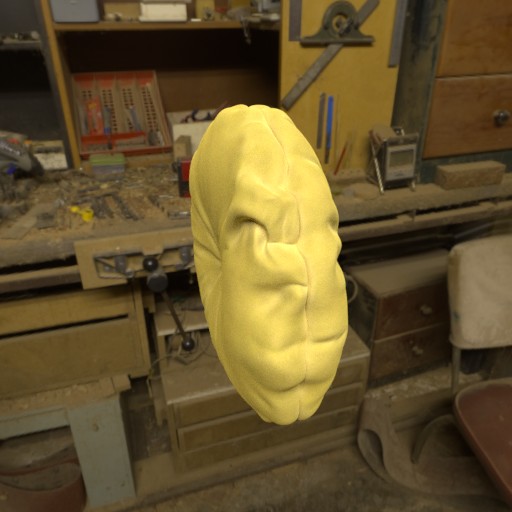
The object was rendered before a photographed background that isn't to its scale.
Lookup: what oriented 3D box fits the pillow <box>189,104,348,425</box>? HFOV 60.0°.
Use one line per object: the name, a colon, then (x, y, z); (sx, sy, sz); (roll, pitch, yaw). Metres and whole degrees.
pillow: (0.000, 0.000, 0.631); (0.148, 0.407, 0.428); (-8, 30, -14)
